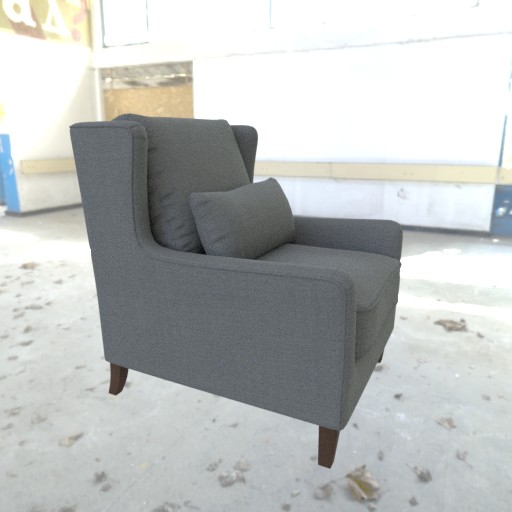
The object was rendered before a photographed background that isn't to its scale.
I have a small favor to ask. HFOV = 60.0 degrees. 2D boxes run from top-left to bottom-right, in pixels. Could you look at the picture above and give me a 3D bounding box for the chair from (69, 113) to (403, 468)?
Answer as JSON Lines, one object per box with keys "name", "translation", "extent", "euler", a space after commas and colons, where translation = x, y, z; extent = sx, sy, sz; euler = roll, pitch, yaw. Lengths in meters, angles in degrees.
{"name": "chair", "translation": [0.000, 0.000, 1.741], "extent": [1.040, 1.056, 0.866], "euler": [8, 17, 26]}
